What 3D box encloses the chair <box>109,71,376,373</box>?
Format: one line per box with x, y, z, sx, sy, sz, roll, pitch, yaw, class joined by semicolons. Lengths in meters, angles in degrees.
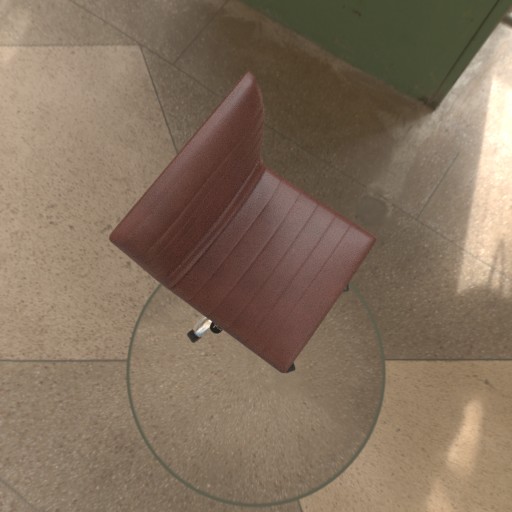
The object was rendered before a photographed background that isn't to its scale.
0.000;0.000;1.106;0.530;0.780;0.556;35;79;8;chair
